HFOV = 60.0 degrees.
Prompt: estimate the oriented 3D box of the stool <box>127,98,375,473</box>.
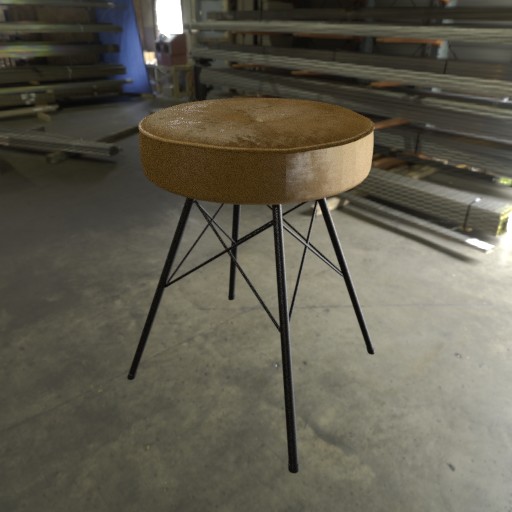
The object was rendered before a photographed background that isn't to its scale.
[{"bbox_3d":[0.000,0.000,0.943,0.472,0.595,0.438,19,33,31],"label":"stool"}]
